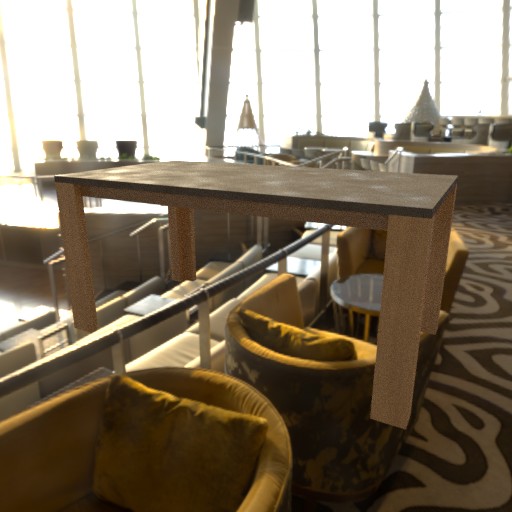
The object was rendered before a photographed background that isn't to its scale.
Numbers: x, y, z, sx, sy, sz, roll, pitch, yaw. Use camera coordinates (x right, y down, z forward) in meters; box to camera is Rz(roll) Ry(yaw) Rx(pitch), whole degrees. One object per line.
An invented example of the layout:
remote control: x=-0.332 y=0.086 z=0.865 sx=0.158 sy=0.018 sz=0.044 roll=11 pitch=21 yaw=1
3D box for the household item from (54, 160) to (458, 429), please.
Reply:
household item: x=0.000 y=0.000 z=2.099 sx=1.600 sy=0.755 sz=0.850 roll=9 pitch=20 yaw=27
